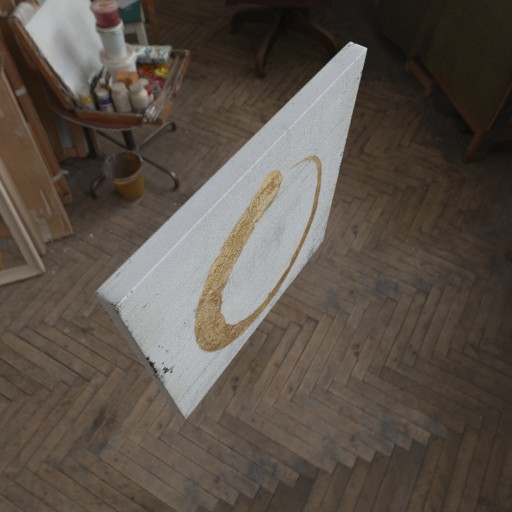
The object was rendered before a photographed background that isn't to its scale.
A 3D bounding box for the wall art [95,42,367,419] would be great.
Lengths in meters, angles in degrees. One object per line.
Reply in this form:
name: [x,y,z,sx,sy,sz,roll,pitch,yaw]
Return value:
wall art: [0.000,0.000,0.903,0.040,0.611,0.610,31,63,18]
